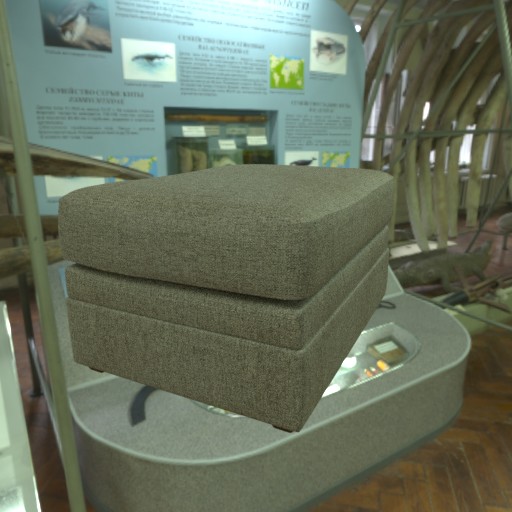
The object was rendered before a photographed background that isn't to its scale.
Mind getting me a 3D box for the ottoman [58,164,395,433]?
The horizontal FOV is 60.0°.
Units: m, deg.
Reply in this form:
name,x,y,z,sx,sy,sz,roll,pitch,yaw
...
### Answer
name,x,y,z,sx,sy,sz,roll,pitch,yaw
ottoman,0.000,0.000,1.282,0.637,0.478,0.885,8,18,26
